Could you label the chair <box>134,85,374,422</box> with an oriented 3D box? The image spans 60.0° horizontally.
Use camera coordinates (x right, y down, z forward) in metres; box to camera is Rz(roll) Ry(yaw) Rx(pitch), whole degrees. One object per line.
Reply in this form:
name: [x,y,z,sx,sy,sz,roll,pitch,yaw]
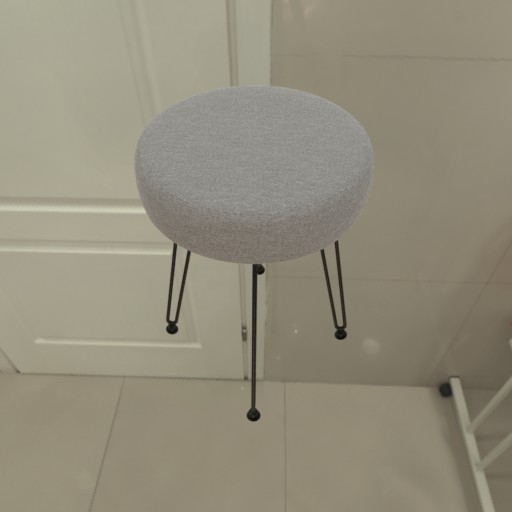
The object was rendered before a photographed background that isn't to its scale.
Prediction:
chair: [0.000,0.000,0.698,0.350,0.440,0.350,2,47,1]
